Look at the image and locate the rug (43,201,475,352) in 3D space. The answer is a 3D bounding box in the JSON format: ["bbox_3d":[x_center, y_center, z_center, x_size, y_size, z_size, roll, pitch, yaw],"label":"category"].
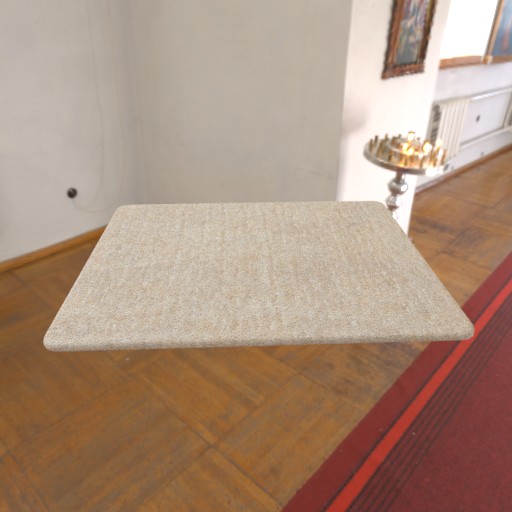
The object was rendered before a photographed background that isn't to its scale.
[{"bbox_3d":[0.000,0.000,3.396,2.528,0.048,2.009,-1,30,-2],"label":"rug"}]
